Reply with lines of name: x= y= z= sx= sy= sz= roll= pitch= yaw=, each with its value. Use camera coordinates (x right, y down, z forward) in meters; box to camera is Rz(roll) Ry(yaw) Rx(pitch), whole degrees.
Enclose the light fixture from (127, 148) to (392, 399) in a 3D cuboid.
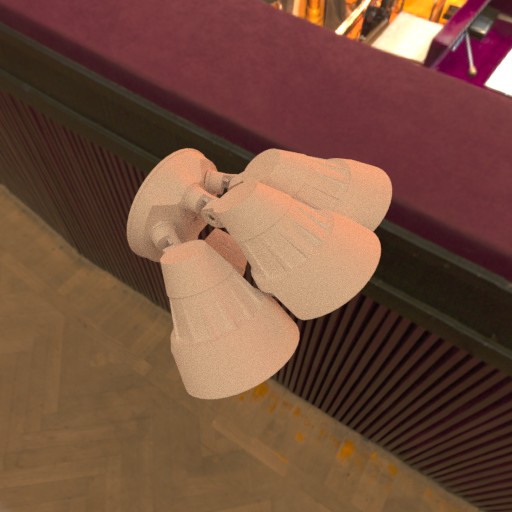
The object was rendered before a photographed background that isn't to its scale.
light fixture: x=0.000 y=0.000 z=0.557 sx=0.278 sy=0.237 sz=0.369 roll=30 pitch=63 yaw=17
